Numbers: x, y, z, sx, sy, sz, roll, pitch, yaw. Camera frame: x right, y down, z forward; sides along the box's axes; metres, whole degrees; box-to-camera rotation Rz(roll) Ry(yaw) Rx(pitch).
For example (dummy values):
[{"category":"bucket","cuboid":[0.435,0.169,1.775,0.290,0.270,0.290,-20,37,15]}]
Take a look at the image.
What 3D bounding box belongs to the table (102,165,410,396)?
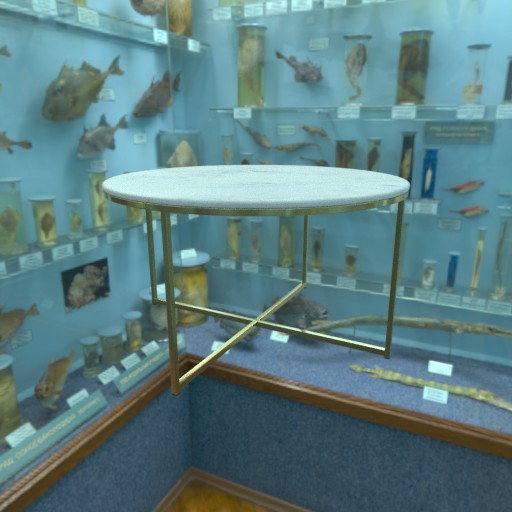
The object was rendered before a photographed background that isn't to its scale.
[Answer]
[{"category":"table","cuboid":[0.000,0.000,1.275,0.800,0.450,0.800,0,16,0]}]
